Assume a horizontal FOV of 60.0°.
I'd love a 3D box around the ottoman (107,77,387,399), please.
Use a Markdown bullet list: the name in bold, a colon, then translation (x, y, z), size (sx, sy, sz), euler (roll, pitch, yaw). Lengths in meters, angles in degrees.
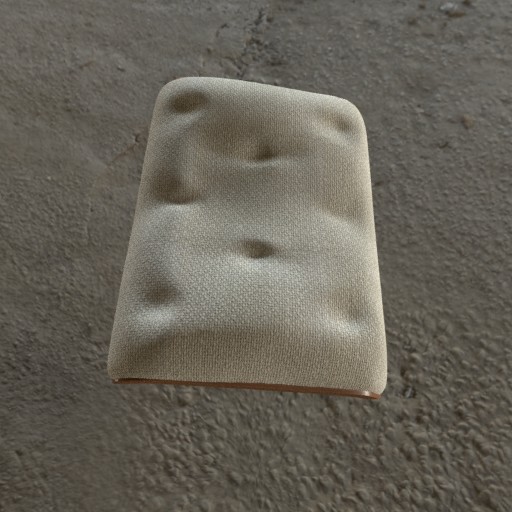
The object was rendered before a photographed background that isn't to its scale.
- **ottoman**: translation (0.000, 0.000, 0.804), size (0.394, 0.391, 0.520), euler (2, 64, 1)
